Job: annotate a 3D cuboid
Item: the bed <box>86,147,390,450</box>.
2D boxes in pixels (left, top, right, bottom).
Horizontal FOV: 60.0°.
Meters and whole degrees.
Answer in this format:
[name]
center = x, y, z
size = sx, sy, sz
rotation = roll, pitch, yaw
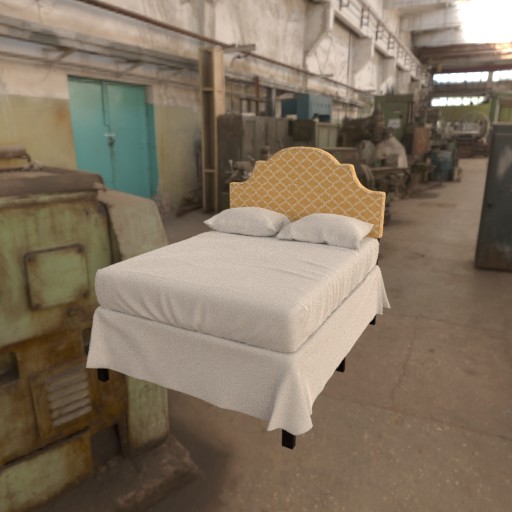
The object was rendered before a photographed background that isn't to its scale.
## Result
[bed]
center = 0.000, 0.000, 3.547
size = 1.780, 1.633, 2.222
rotation = 8, 18, 27
